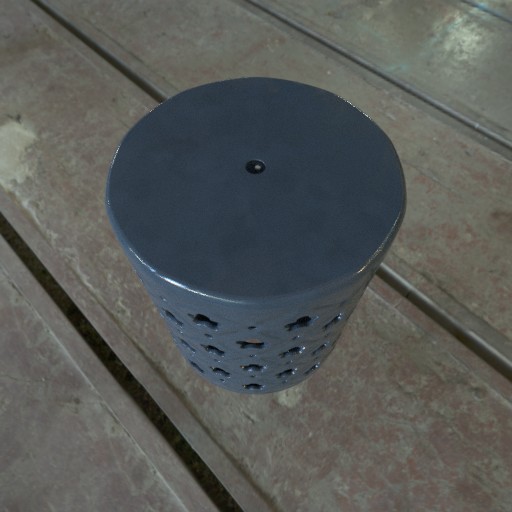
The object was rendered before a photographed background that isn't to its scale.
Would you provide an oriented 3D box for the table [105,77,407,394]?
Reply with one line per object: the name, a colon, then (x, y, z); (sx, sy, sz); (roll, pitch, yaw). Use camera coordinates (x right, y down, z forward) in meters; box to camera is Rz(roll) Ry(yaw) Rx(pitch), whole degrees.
table: (0.000, 0.000, 0.675); (0.352, 0.387, 0.352); (0, 58, 0)
